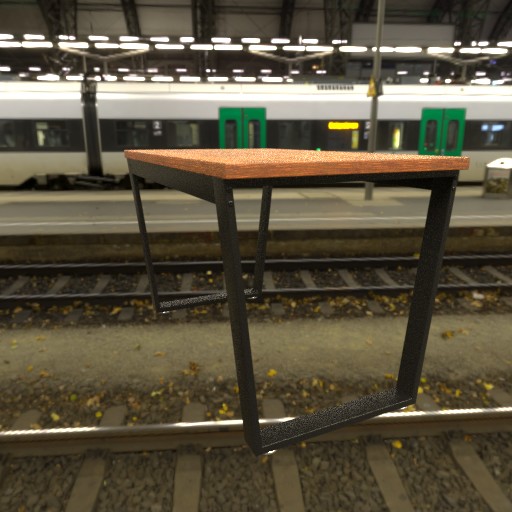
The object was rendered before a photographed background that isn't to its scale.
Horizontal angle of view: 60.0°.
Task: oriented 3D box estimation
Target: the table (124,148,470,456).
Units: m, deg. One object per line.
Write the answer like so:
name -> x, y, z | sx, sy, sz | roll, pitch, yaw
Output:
table -> 0.000, 0.000, 1.676 | 0.714, 0.760, 1.205 | -7, 16, -25
